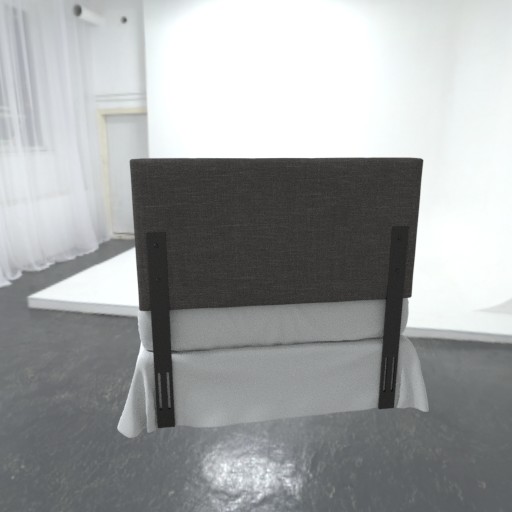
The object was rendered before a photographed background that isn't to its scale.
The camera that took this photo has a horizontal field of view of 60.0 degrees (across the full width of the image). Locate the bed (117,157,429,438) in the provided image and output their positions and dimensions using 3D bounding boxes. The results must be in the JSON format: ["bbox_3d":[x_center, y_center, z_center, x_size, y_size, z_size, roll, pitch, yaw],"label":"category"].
[{"bbox_3d":[0.000,0.000,3.550,1.936,1.577,2.222,-2,14,-8],"label":"bed"}]
